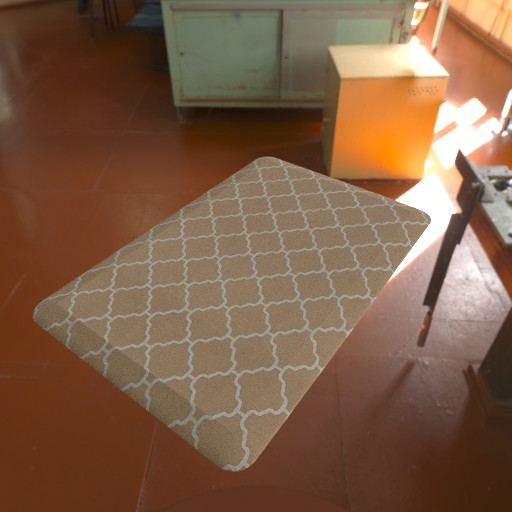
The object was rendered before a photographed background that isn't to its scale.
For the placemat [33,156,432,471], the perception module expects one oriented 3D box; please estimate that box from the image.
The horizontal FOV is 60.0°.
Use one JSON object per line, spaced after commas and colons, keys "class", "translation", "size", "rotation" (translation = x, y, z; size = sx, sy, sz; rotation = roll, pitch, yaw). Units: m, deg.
{"class": "placemat", "translation": [0.000, 0.000, 0.936], "size": [0.508, 0.021, 0.762], "rotation": [26, 47, 27]}
